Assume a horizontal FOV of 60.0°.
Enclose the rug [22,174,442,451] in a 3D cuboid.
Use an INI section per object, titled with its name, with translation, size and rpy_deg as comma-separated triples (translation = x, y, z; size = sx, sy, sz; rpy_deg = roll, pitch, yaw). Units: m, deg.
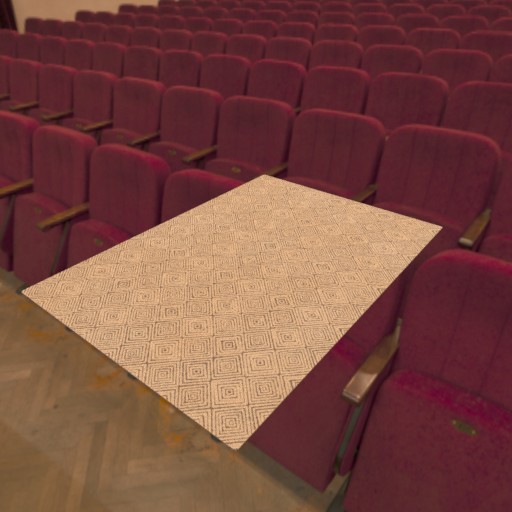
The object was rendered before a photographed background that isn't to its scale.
[rug]
translation = 0.000, 0.000, 2.811
size = 1.593, 0.008, 2.238
rpy_deg = 23, 39, 32
